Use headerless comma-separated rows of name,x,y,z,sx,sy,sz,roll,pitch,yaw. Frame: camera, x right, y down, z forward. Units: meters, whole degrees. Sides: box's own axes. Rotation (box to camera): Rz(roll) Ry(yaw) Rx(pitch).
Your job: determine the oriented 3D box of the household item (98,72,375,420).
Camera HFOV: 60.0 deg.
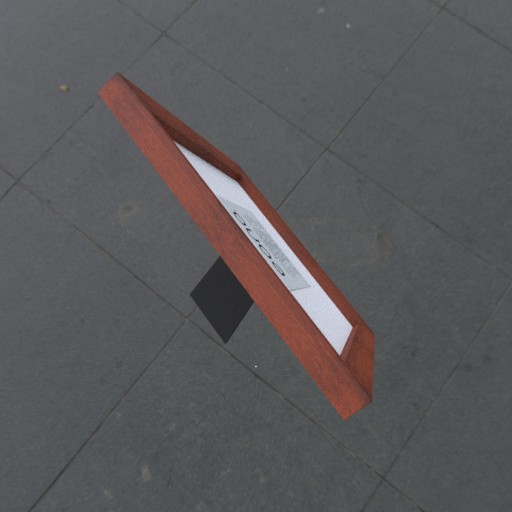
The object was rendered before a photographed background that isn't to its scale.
household item,0.000,0.000,0.367,0.131,0.240,0.240,-36,79,-8
